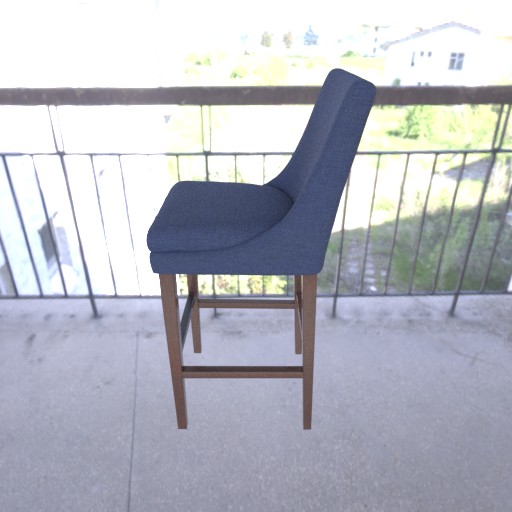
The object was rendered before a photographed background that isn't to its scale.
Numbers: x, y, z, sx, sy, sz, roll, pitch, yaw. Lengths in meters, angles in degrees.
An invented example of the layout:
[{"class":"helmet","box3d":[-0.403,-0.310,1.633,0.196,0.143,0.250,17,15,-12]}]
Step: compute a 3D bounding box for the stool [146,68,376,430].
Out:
[{"class":"stool","box3d":[0.000,0.000,1.408,0.577,1.078,0.470,0,27,1]}]
